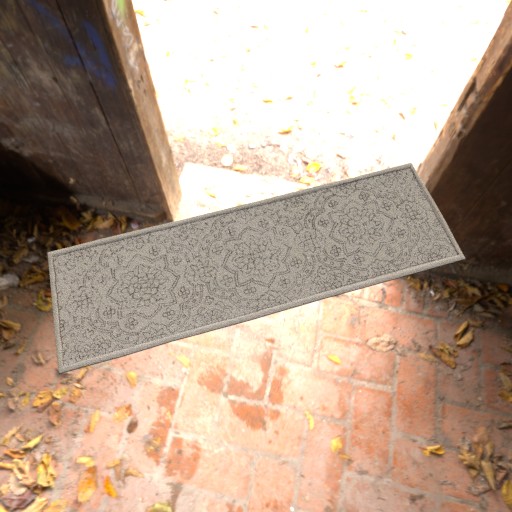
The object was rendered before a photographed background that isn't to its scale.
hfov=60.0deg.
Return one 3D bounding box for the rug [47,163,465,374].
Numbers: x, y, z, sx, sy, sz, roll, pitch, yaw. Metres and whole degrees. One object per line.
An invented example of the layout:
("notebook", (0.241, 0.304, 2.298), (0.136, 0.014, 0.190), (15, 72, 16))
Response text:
("rug", (0.000, 0.000, 2.710), (2.448, 0.012, 0.769), (-15, 65, -7))
